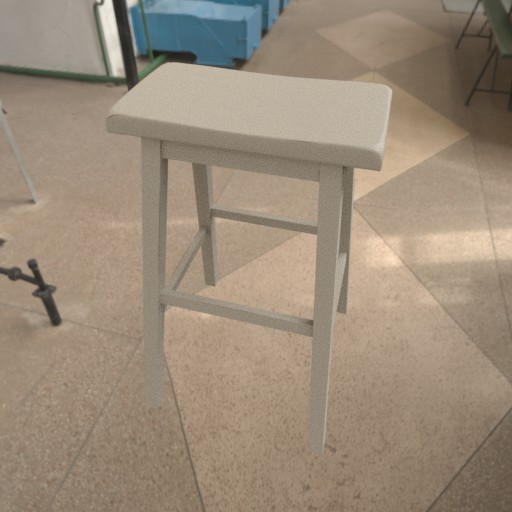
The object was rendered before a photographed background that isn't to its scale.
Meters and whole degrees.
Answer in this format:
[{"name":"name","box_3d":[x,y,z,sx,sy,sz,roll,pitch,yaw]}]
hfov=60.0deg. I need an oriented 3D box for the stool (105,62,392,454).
[{"name":"stool","box_3d":[0.000,0.000,1.004,0.457,0.737,0.476,11,44,11]}]
